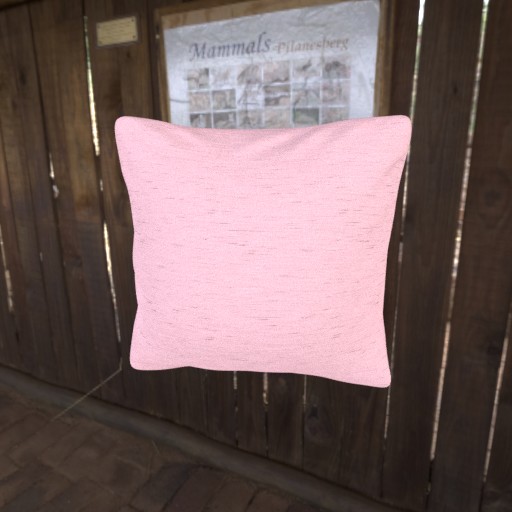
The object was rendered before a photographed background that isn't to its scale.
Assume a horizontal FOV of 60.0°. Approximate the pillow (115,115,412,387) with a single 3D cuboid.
[{"bbox_3d":[0.000,0.000,0.685,0.432,0.415,0.246,2,15,8],"label":"pillow"}]
